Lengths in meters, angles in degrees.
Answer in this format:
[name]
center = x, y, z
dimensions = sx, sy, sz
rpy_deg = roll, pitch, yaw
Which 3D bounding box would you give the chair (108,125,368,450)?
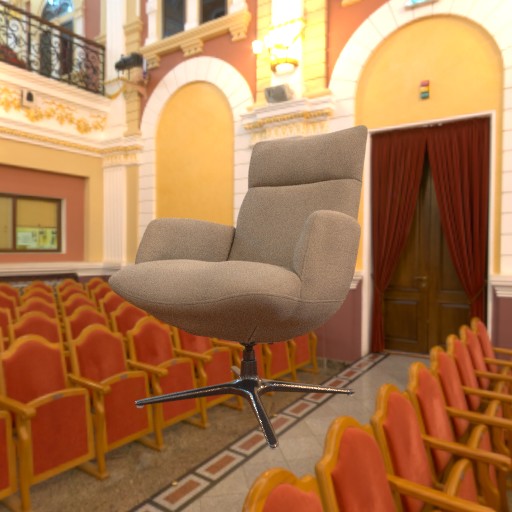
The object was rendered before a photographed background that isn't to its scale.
[chair]
center = 0.000, 0.000, 1.579
dimensions = 0.711, 1.016, 0.889
rpy_deg = 1, 2, 35
